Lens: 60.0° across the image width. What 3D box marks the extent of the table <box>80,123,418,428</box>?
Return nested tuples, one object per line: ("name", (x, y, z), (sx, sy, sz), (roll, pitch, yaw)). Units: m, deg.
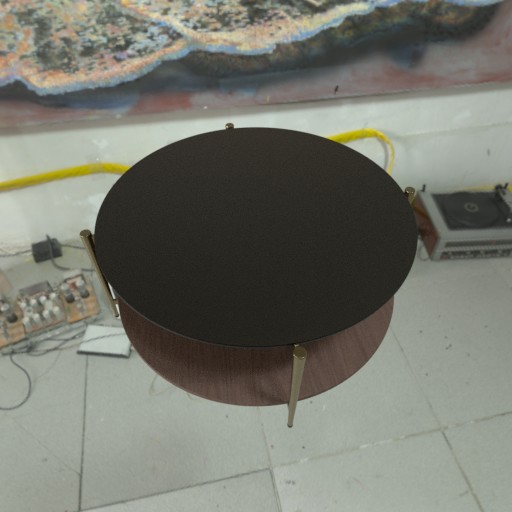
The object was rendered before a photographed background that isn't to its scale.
("table", (0.000, 0.000, 1.469), (0.938, 0.400, 0.938), (-33, 55, -27))
